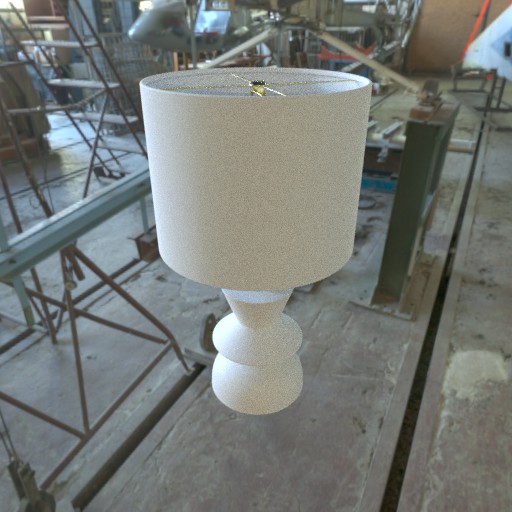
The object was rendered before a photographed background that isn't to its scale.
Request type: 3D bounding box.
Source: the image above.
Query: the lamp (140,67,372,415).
[{"bbox_3d":[0.000,0.000,0.713,0.301,0.533,0.301,-9,30,-16],"label":"lamp"}]
